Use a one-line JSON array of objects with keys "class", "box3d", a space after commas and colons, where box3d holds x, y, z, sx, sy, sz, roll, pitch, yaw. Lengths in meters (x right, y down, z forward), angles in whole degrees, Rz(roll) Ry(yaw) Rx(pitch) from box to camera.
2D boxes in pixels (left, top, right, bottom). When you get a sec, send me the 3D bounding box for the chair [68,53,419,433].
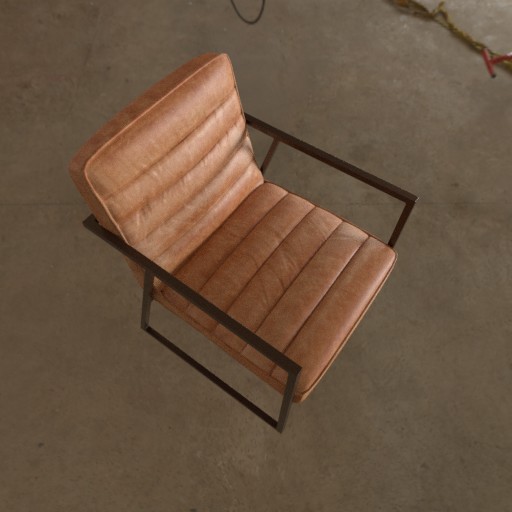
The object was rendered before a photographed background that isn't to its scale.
[{"class": "chair", "box3d": [0.000, 0.000, 1.268, 0.677, 0.832, 0.571, 32, 64, 18]}]
